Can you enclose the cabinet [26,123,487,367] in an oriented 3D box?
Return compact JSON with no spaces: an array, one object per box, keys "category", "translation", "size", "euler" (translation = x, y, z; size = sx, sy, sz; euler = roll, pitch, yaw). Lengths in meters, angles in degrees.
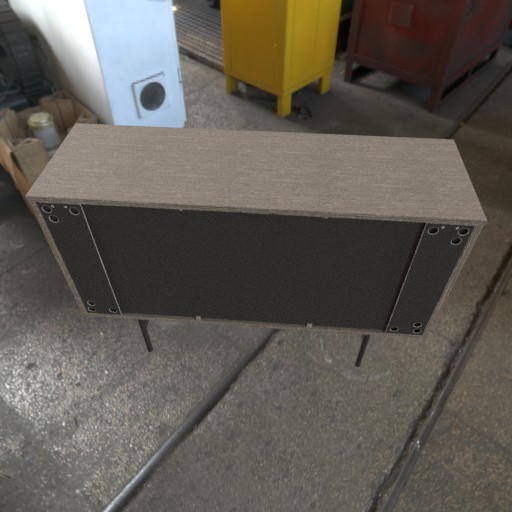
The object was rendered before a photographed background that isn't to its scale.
[{"category":"cabinet","translation":[0.000,0.000,1.566],"size":[1.194,0.787,0.405],"euler":[3,47,3]}]
